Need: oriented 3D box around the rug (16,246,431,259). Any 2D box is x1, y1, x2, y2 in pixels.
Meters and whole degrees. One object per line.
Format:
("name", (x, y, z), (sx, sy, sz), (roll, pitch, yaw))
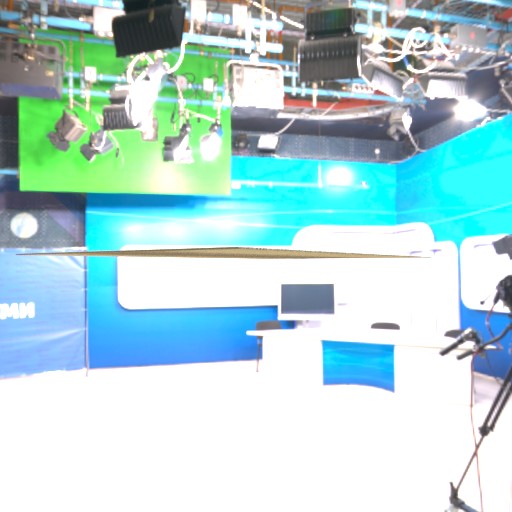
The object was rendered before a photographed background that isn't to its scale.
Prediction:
("rug", (0.000, 0.000, 2.247), (1.226, 0.007, 1.815), (-1, -1, 37))
